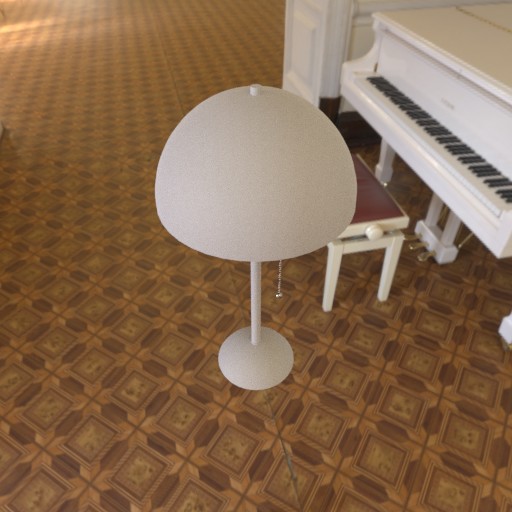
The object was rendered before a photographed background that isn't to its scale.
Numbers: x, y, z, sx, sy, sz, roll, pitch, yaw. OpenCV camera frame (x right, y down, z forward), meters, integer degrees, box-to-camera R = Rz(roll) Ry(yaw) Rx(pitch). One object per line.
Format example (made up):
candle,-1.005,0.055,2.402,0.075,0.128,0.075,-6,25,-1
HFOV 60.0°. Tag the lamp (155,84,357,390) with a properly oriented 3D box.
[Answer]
lamp,0.000,0.000,0.432,0.171,0.330,0.171,0,42,0
